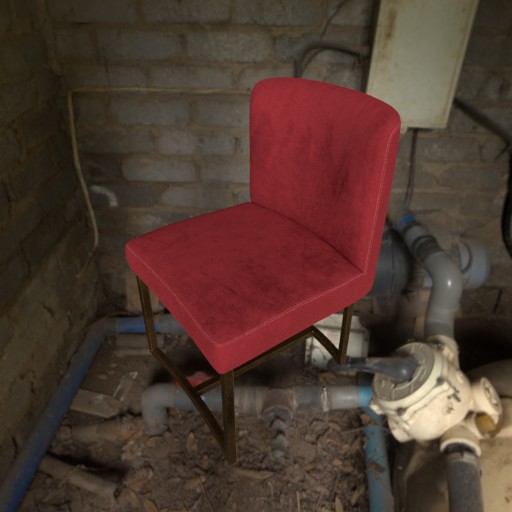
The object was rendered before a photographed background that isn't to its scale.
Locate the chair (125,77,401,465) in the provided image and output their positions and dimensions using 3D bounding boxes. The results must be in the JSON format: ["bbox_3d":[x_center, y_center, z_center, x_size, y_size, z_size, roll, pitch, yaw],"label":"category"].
[{"bbox_3d":[0.000,0.000,1.204,0.560,0.824,0.530,-21,38,-29],"label":"chair"}]
